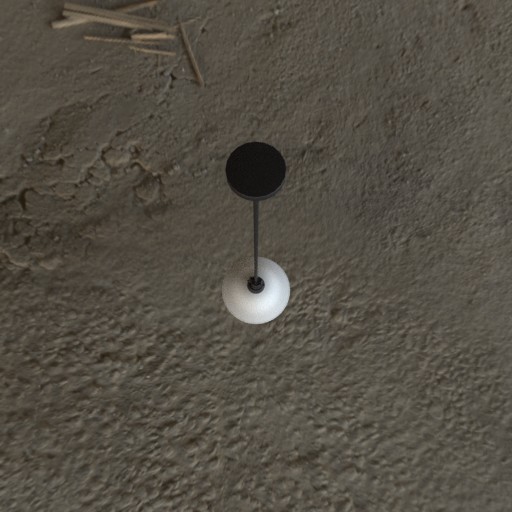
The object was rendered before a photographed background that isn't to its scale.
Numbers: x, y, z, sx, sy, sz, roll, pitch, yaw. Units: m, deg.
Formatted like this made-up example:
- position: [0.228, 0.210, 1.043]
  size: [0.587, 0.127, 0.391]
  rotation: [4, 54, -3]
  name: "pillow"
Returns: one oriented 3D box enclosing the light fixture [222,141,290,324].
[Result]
- position: [0.000, 0.000, 1.471]
  size: [0.324, 1.337, 0.324]
  rotation: [17, 77, 4]
  name: "light fixture"
